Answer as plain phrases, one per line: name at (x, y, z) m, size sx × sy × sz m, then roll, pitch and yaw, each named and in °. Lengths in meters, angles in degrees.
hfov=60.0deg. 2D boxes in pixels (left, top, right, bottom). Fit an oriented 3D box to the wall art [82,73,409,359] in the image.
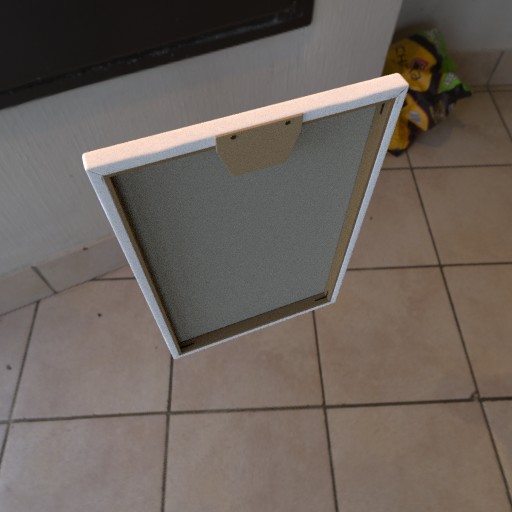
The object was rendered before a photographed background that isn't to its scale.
wall art at (0.000, 0.000, 1.165) m, size 0.602 × 0.916 × 0.048 m, roll -18°, pitch 60°, yaw -11°
